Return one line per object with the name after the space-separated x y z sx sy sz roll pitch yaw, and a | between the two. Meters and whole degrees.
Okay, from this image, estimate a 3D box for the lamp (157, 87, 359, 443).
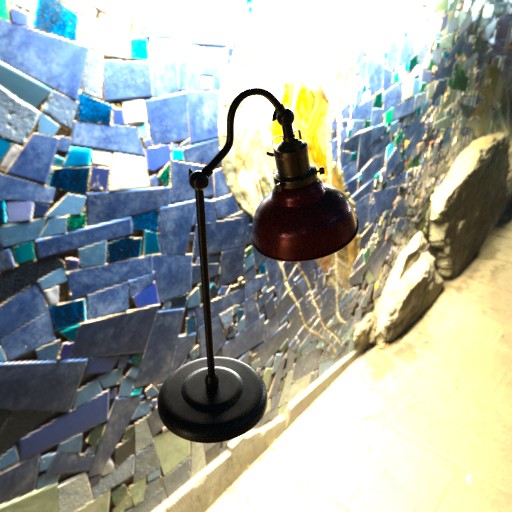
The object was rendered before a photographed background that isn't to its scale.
0.000 0.000 0.711 0.374 0.508 0.192 -17 31 -30 | lamp
